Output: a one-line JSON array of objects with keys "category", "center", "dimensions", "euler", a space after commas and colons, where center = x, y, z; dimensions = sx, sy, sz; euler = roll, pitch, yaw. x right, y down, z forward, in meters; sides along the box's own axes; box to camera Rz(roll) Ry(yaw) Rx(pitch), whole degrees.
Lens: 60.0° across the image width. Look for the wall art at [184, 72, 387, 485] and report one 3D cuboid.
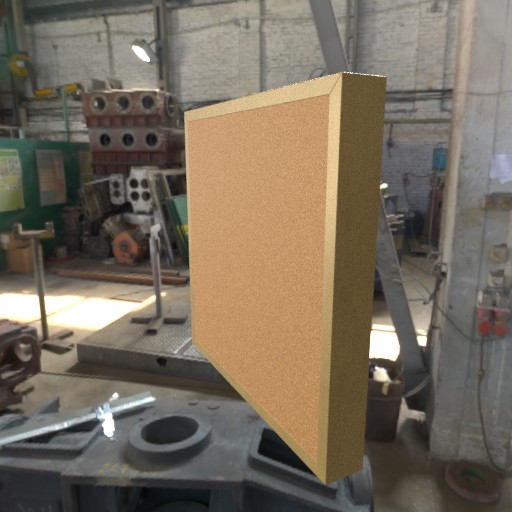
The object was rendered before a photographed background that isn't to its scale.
[{"category": "wall art", "center": [0.000, 0.000, 0.454], "dimensions": [0.038, 0.305, 0.305], "euler": [-7, 15, -27]}]
